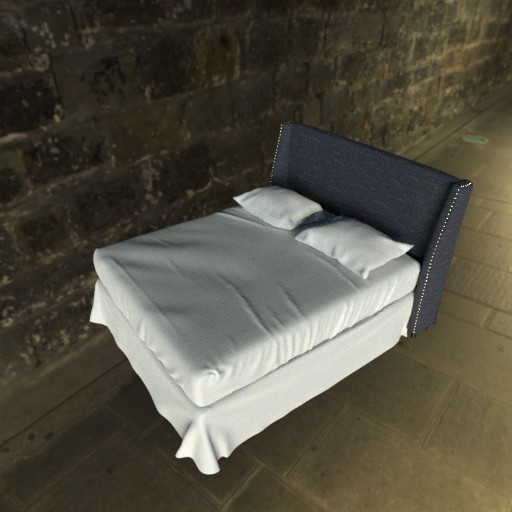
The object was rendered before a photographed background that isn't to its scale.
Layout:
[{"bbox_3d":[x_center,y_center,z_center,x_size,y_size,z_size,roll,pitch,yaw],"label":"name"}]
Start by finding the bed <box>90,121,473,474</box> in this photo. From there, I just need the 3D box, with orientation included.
[{"bbox_3d":[0.000,0.000,3.401,2.276,1.332,1.925,-21,38,-30],"label":"bed"}]
